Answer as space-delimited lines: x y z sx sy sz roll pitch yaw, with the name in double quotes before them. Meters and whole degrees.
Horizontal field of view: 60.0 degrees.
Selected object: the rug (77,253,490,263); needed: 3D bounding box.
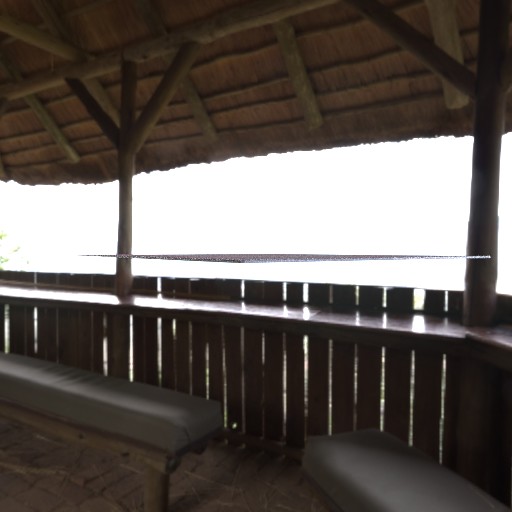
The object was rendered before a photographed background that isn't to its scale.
"rug" 0.000 0.000 4.140 2.447 0.017 3.123 -1 1 -36
